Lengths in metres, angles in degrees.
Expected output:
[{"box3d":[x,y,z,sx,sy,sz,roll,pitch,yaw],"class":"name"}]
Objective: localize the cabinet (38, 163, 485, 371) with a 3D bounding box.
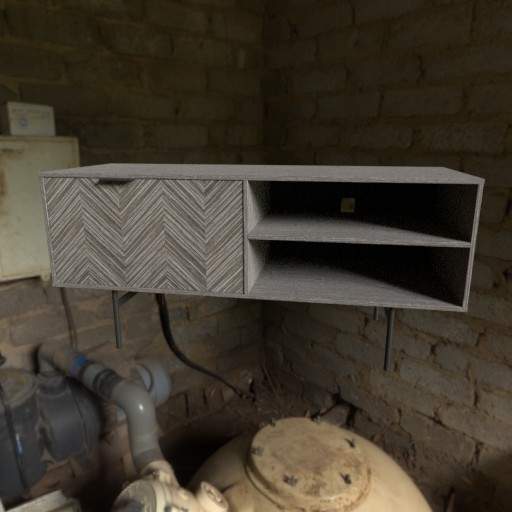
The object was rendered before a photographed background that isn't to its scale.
[{"box3d":[0.000,0.000,1.566,1.300,0.599,0.500,3,15,10],"class":"cabinet"}]
